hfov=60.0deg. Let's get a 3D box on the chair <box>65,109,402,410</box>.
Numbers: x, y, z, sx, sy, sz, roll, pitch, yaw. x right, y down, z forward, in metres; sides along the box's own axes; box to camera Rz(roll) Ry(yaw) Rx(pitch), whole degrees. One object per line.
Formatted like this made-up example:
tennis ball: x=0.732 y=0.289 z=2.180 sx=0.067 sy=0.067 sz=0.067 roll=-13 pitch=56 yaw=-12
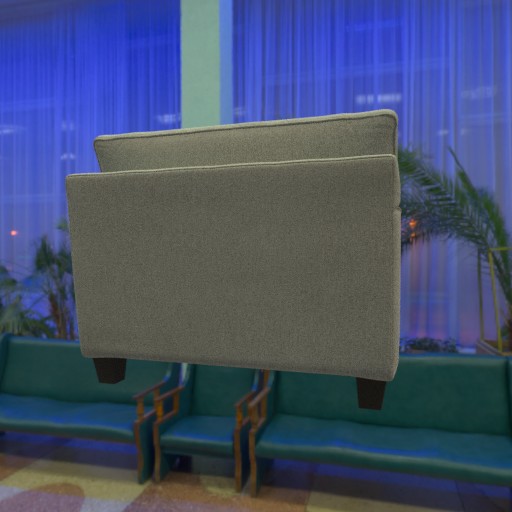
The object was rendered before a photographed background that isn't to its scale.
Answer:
chair: x=0.000 y=0.000 z=1.971 sx=1.220 sy=1.016 sz=1.041 roll=0 pitch=0 yaw=17
